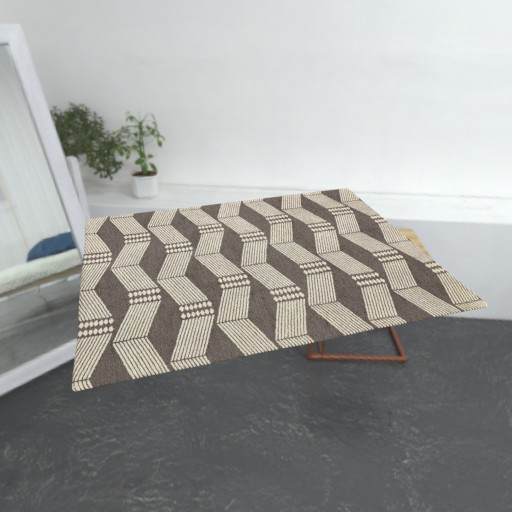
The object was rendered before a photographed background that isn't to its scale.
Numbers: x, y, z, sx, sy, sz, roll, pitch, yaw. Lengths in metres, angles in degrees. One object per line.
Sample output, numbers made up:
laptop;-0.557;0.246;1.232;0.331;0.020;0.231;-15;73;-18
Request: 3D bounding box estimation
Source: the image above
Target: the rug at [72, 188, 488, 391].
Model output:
rug;0.000;0.000;4.061;3.048;0.016;2.438;-9;32;-14
